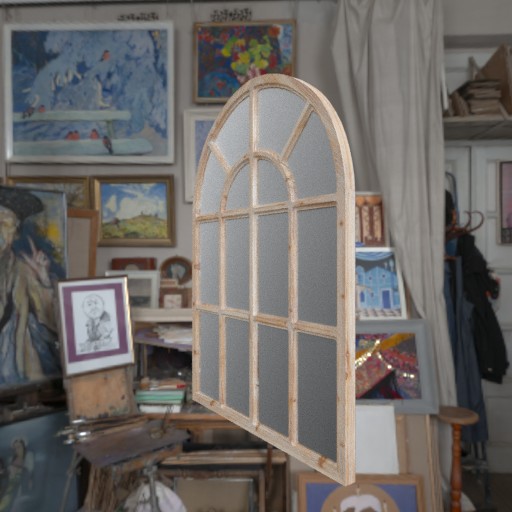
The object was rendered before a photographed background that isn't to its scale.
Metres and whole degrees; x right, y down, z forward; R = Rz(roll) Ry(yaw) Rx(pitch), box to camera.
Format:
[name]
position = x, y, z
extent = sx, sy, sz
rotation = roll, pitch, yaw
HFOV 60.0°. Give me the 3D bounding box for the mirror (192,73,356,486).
[mirror]
position = 0.000, 0.000, 1.163
extent = 0.032, 0.920, 0.660
rotation = 0, 0, -35
